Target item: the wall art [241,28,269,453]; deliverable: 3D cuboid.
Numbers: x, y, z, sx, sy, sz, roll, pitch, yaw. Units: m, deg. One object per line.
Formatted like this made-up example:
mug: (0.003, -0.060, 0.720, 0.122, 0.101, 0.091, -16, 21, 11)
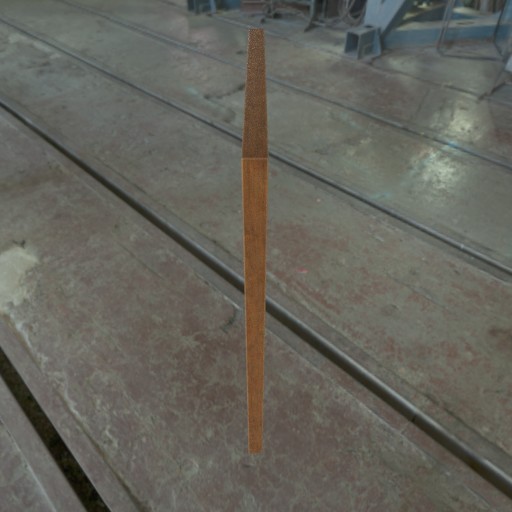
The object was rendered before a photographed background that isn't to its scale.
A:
wall art: (0.000, 0.000, 1.140, 0.037, 0.914, 0.610, 0, 42, 0)
